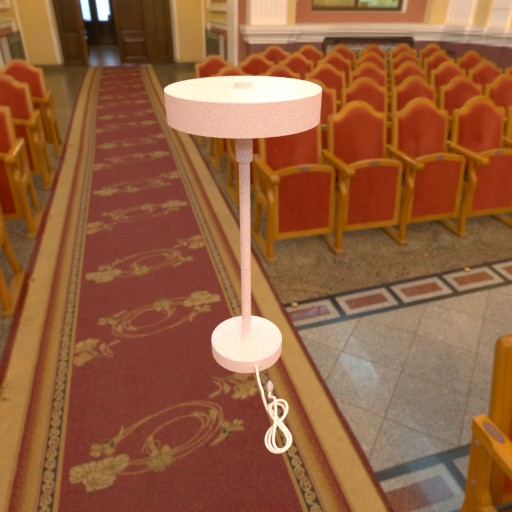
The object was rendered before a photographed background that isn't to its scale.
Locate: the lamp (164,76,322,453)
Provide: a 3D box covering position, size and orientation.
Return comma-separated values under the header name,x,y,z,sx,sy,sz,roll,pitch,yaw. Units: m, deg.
name,x,y,z,sx,sy,sz,roll,pitch,yaw
lamp,0.000,0.000,0.710,0.229,0.508,0.369,-8,31,-13
